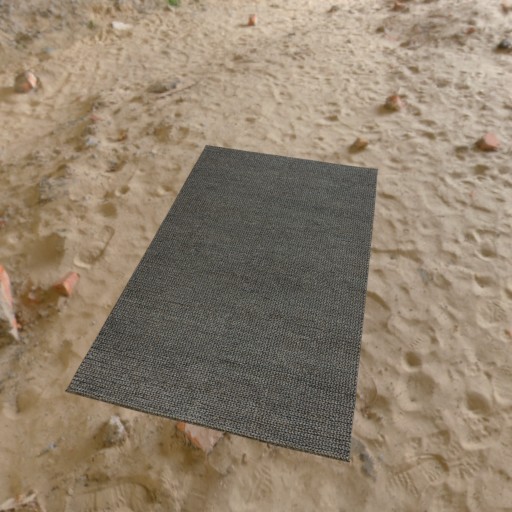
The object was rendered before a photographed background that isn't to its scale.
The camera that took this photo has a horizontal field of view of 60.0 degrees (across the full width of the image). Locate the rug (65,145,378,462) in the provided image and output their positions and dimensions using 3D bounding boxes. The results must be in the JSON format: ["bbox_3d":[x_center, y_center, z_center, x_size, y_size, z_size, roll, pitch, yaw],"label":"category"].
[{"bbox_3d":[0.000,0.000,3.073,1.538,0.021,2.443,10,48,9],"label":"rug"}]
